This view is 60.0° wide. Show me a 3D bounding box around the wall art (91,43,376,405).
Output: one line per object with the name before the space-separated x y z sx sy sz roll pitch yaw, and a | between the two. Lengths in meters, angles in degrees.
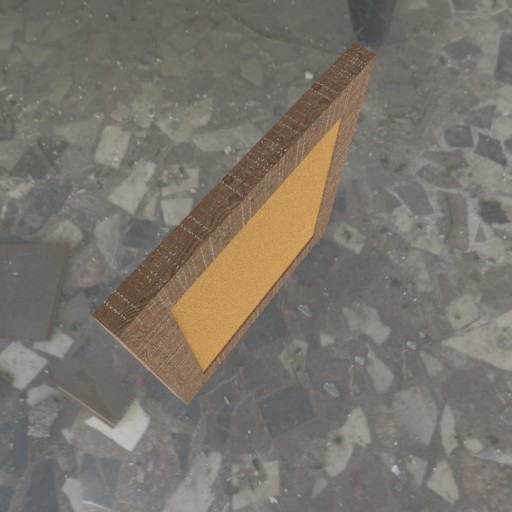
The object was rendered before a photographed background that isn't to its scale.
wall art | 0.000 0.000 0.800 0.040 0.531 0.531 34 69 15
